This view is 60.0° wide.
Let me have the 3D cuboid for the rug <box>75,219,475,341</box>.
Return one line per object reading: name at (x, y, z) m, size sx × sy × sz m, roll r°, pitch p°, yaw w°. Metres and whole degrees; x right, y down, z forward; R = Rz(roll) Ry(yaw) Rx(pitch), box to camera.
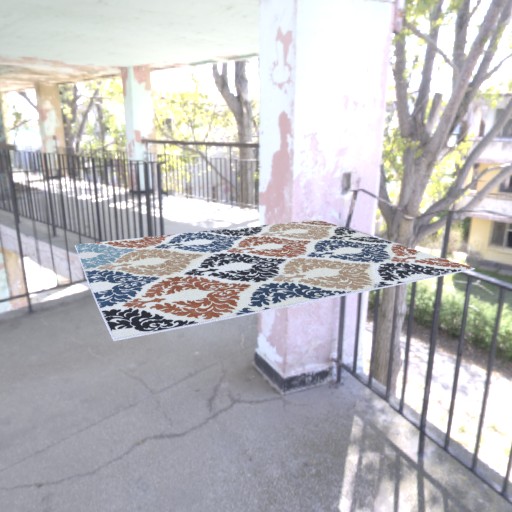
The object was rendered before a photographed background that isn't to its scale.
rug at (0.000, 0.000, 4.216) m, size 3.040 × 0.014 × 2.423 m, roll -8°, pitch 18°, yaw -25°
